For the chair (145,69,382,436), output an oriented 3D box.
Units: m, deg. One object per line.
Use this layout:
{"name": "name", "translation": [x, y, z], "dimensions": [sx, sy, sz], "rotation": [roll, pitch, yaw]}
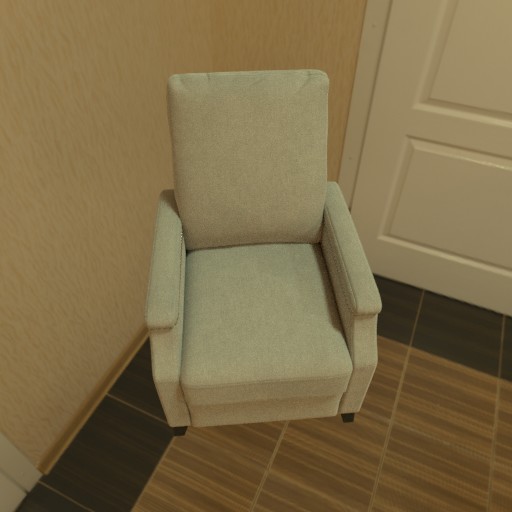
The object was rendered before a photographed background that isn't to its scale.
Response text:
{"name": "chair", "translation": [0.000, 0.000, 1.602], "dimensions": [0.710, 1.049, 0.922], "rotation": [-3, 46, -3]}
